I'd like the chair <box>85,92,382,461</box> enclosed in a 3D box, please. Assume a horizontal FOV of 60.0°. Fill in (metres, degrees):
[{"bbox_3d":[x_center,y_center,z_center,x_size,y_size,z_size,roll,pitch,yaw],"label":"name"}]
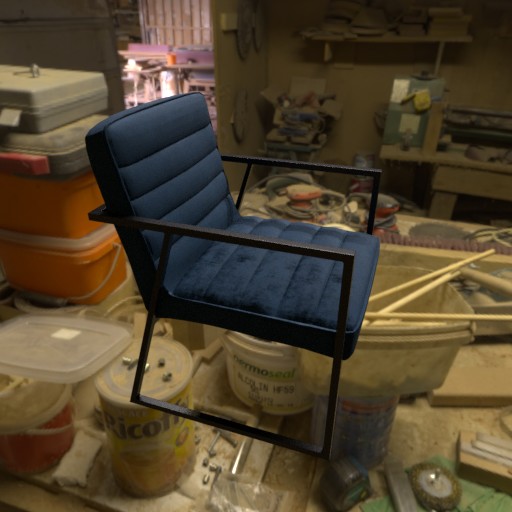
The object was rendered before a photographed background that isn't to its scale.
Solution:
[{"bbox_3d":[0.000,0.000,1.294,0.677,0.833,0.571,10,30,17],"label":"chair"}]
